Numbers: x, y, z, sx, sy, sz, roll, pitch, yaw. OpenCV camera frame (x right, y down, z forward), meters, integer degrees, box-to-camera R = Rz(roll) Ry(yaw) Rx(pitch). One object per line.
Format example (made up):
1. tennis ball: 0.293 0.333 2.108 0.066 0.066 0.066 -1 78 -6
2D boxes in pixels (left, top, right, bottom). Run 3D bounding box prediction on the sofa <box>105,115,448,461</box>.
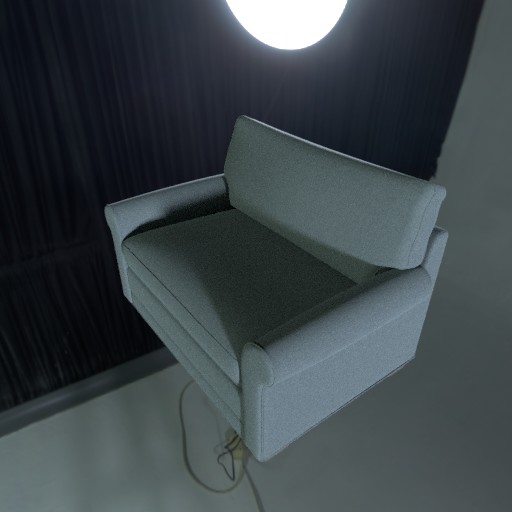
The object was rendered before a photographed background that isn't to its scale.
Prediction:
1. sofa: 0.000 0.000 2.070 0.940 0.953 1.410 -21 37 -30
